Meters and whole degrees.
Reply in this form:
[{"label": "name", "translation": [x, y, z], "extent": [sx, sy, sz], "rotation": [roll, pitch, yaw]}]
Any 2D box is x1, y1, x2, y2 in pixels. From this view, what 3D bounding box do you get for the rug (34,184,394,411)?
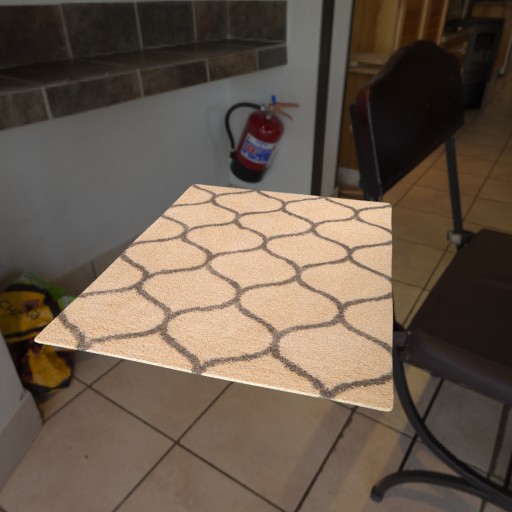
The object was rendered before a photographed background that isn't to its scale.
[{"label": "rug", "translation": [0.000, 0.000, 4.035], "extent": [2.399, 0.026, 3.000], "rotation": [8, 31, 12]}]
